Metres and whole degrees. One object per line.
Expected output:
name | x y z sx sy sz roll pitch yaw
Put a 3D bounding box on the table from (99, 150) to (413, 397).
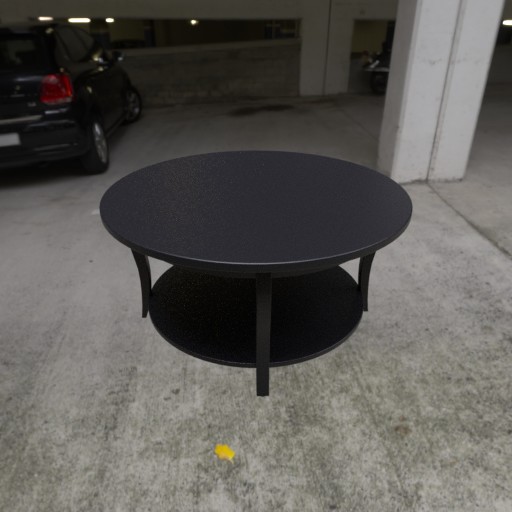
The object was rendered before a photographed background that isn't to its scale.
table | 0.000 0.000 1.462 0.914 0.457 0.914 0 28 0
